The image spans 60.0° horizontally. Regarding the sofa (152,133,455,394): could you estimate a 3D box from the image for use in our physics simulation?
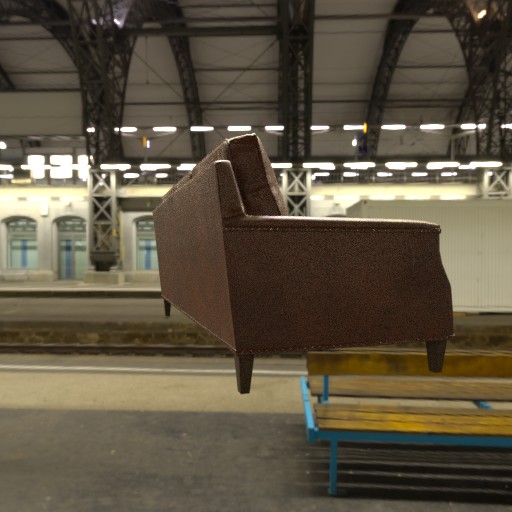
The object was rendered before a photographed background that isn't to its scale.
[{"bbox_3d":[0.000,0.000,2.789,1.084,1.003,2.240,0,1,-19],"label":"sofa"}]
